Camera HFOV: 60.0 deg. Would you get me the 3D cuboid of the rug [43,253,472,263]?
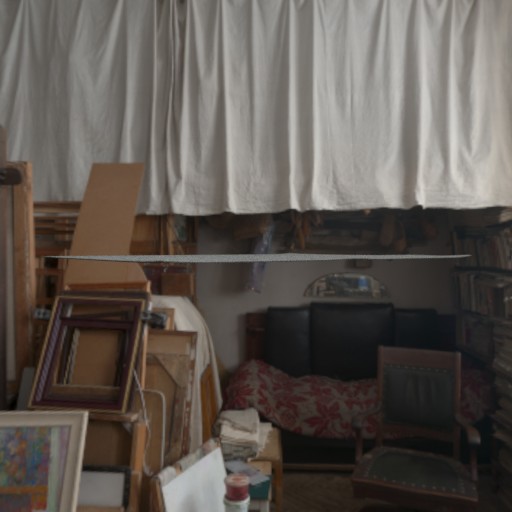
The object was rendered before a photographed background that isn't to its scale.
[{"bbox_3d":[0.000,0.000,3.860,2.925,0.026,2.343,-1,1,-38],"label":"rug"}]
